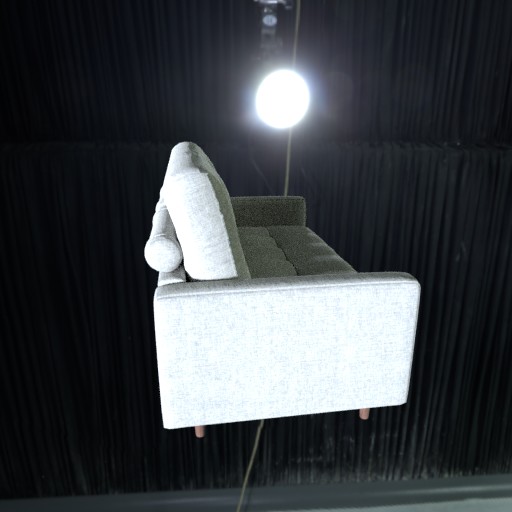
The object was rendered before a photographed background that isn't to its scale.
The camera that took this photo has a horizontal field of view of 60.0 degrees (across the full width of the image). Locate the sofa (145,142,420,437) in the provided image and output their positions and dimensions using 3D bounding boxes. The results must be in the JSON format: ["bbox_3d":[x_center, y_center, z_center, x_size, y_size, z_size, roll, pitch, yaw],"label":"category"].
[{"bbox_3d":[0.000,0.000,1.939,0.842,0.907,1.407,-3,18,-9],"label":"sofa"}]
